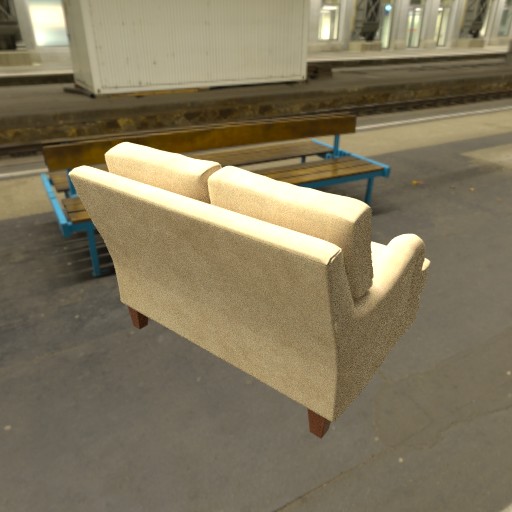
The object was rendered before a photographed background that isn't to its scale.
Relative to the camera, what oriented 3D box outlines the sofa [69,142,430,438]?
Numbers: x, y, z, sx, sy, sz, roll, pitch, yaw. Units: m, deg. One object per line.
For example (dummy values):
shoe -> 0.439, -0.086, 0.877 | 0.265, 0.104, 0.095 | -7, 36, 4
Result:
sofa -> 0.000, 0.000, 2.291 | 1.498, 1.087, 1.086 | 20, 34, 34
